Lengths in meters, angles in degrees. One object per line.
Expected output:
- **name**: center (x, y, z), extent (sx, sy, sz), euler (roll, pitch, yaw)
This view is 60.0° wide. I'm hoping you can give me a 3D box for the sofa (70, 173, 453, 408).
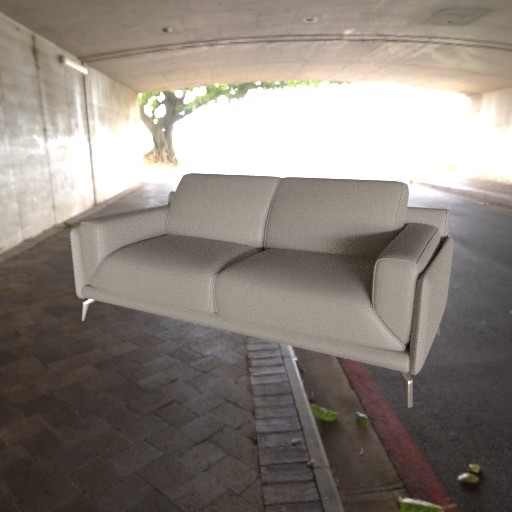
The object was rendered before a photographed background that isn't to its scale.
- **sofa**: center (0.000, 0.000, 2.645), extent (2.101, 0.930, 1.049), euler (8, 16, 27)
